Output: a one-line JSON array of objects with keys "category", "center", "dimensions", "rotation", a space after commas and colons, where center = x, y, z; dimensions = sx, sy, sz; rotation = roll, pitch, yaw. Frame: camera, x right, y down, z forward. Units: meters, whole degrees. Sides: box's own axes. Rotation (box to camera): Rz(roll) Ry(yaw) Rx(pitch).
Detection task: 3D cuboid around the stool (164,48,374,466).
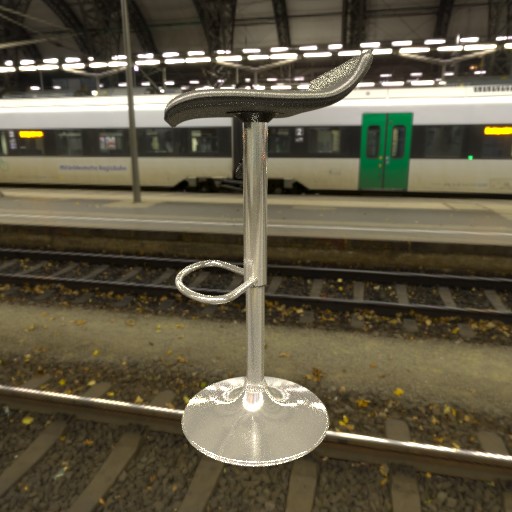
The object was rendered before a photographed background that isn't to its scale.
[{"category": "stool", "center": [0.000, 0.000, 1.046], "dimensions": [0.381, 0.851, 0.381], "rotation": [-2, 14, -8]}]
